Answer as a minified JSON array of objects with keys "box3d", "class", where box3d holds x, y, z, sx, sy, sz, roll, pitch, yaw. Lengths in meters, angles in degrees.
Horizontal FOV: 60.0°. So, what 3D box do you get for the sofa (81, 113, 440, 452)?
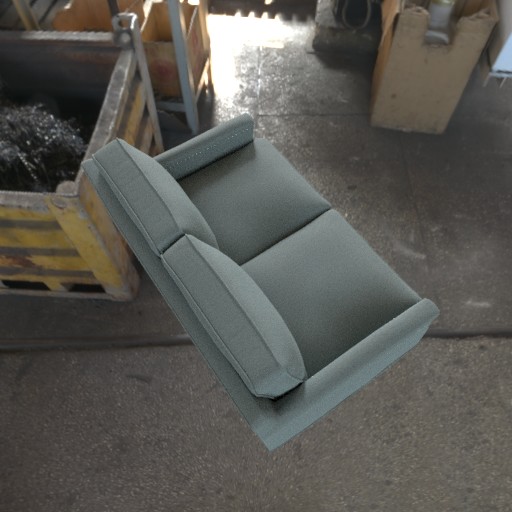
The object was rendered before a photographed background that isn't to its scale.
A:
[{"box3d":[0.000,0.000,2.299,1.084,1.003,1.597,-31,64,-17],"class":"sofa"}]
